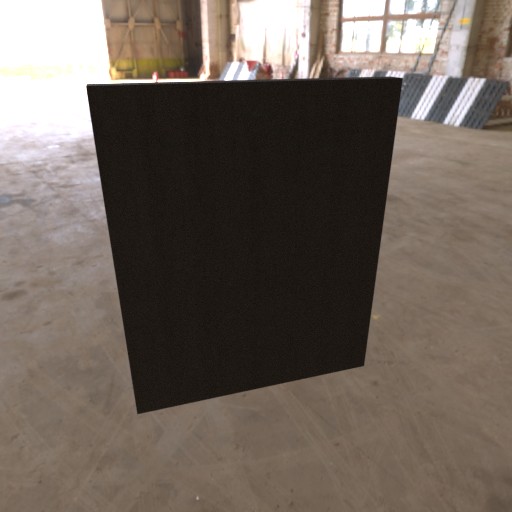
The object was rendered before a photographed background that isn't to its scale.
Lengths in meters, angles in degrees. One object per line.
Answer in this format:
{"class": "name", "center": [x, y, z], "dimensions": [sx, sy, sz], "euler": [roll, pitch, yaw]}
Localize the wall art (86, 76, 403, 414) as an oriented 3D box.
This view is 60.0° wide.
{"class": "wall art", "center": [0.000, 0.000, 0.748], "dimensions": [0.455, 0.552, 0.034], "euler": [-7, 27, -15]}
